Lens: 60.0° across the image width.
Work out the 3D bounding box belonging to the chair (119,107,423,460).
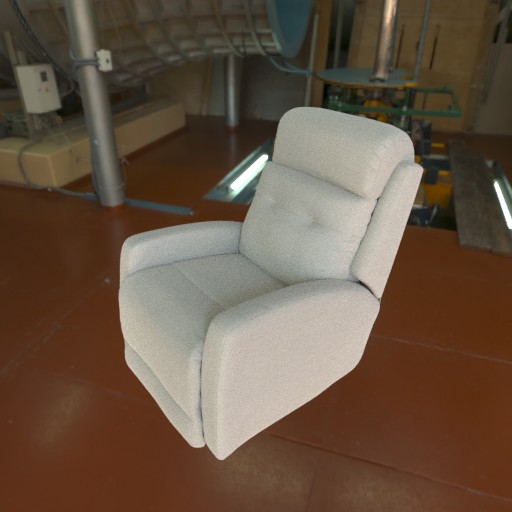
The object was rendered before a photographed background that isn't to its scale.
[{"bbox_3d":[0.000,0.000,1.765,1.043,1.013,0.798,-21,36,-32],"label":"chair"}]
